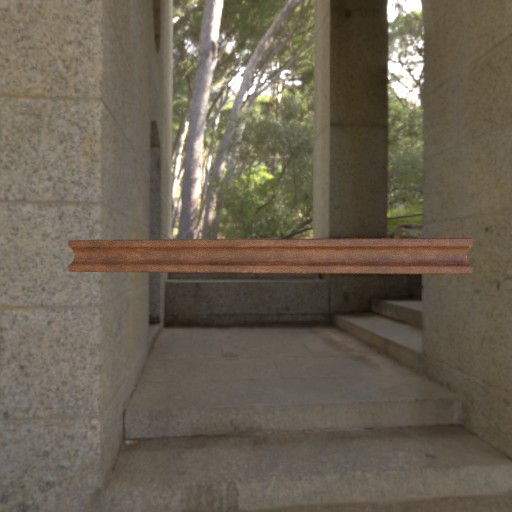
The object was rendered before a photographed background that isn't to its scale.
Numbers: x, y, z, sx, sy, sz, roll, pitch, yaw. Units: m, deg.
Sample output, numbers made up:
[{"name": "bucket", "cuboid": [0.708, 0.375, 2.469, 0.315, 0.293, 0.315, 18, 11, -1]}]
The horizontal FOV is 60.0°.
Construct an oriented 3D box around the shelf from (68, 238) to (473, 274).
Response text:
[{"name": "shelf", "cuboid": [0.000, 0.000, 0.455, 0.296, 0.035, 0.296, 0, 0, -36]}]
